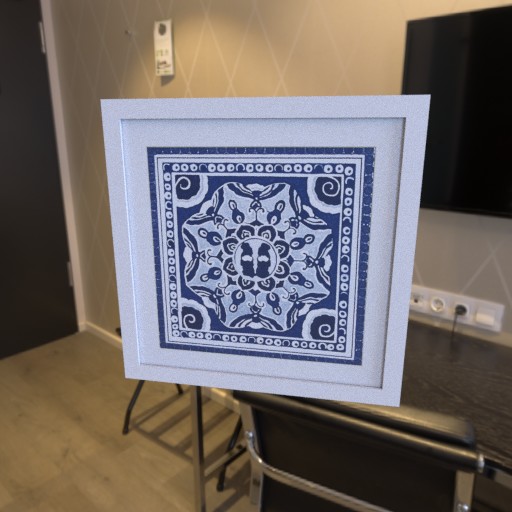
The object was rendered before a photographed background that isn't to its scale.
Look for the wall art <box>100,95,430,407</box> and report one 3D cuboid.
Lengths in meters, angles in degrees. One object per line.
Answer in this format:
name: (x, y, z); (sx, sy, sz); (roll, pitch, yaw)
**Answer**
wall art: (0.000, 0.000, 0.829); (0.559, 0.559, 0.028); (3, 16, 10)
